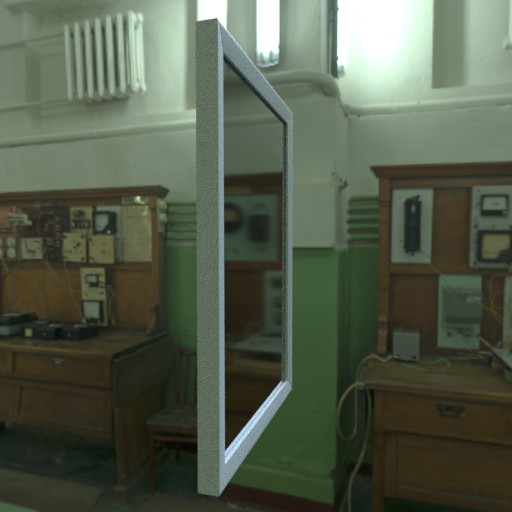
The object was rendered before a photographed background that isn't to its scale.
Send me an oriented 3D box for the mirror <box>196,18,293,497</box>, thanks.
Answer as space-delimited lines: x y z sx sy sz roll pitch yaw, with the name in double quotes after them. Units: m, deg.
0.000 0.000 0.904 0.040 0.710 0.507 1 2 17 "mirror"
